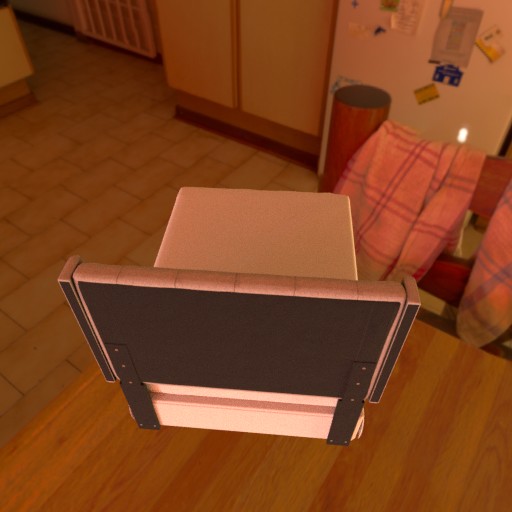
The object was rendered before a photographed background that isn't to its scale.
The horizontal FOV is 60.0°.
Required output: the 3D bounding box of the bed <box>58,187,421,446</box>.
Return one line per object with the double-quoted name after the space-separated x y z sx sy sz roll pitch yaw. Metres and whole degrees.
0.000 0.000 3.345 1.719 1.665 2.066 3 46 3 "bed"
